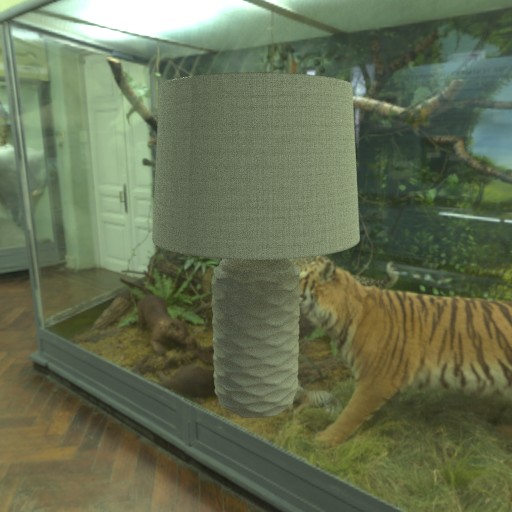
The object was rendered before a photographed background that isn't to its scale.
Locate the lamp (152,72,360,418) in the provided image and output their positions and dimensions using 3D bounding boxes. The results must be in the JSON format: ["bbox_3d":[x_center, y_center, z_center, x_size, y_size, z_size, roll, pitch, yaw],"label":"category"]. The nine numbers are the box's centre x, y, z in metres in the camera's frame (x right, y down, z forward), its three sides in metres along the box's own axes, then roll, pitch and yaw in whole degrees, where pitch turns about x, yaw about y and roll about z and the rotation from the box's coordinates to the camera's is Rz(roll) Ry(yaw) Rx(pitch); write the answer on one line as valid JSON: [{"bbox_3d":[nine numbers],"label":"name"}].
[{"bbox_3d":[0.000,0.000,0.831,0.376,0.594,0.376,0,14,0],"label":"lamp"}]
